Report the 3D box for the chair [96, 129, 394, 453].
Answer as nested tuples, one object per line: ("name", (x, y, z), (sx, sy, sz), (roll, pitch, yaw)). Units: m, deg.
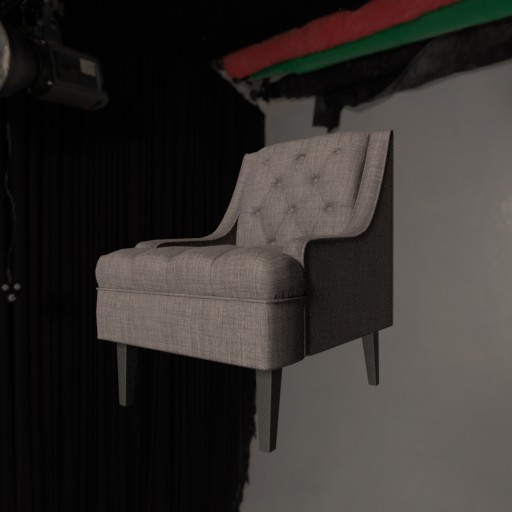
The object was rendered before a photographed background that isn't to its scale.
("chair", (0.000, 0.000, 1.418), (0.655, 0.891, 0.771), (0, 0, 37))
